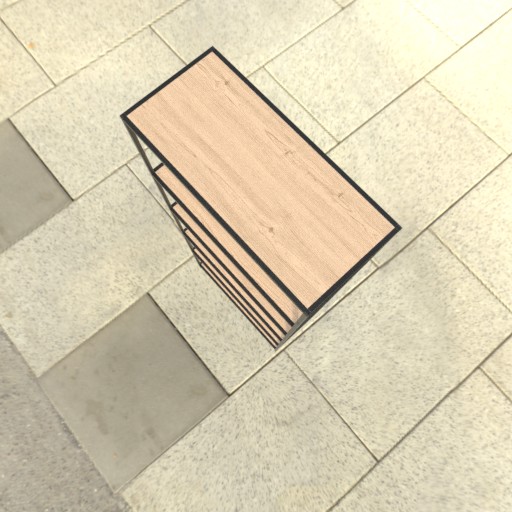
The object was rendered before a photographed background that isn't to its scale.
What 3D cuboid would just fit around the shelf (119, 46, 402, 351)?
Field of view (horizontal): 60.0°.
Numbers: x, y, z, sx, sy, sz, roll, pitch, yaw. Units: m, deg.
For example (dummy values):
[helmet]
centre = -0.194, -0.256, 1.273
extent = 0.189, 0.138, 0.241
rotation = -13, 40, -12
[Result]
[shelf]
centre = 0.000, 0.000, 2.109
extent = 0.350, 1.850, 0.770
rotation = -41, 79, -10
